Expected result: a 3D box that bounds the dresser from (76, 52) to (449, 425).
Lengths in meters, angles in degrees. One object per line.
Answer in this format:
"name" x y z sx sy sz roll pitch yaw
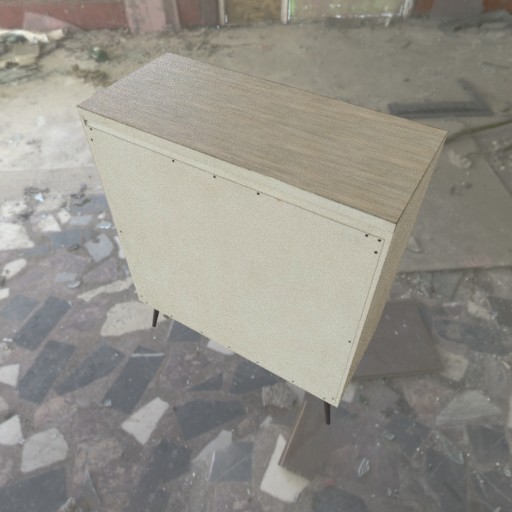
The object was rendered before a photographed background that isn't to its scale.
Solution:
"dresser" 0.000 0.000 1.761 1.016 1.219 0.457 24 52 20
